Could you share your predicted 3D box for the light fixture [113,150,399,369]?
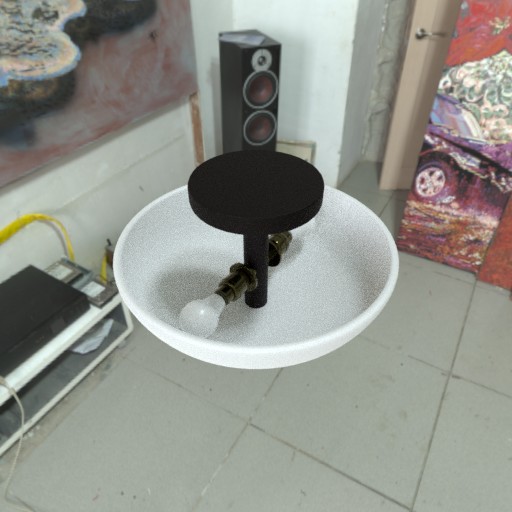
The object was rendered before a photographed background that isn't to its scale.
[{"bbox_3d":[0.000,0.000,0.541,0.331,0.212,0.331,0,39,0],"label":"light fixture"}]
